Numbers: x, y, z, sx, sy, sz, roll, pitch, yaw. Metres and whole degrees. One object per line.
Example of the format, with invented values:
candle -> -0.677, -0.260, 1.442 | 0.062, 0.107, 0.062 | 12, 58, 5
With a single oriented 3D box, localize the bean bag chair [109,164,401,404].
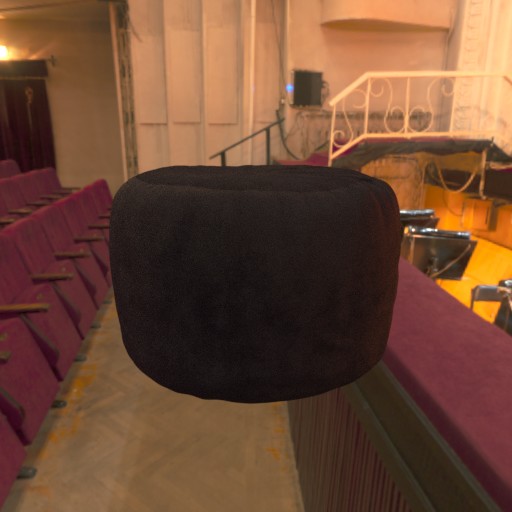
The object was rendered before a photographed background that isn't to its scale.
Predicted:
bean bag chair -> 0.000, 0.000, 1.955 | 1.219, 0.762, 1.219 | 0, 16, 0
